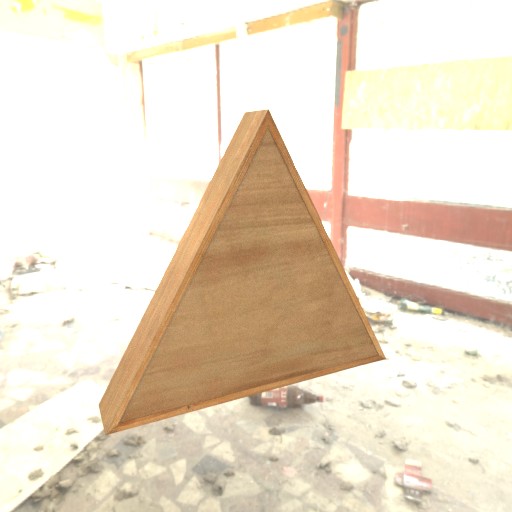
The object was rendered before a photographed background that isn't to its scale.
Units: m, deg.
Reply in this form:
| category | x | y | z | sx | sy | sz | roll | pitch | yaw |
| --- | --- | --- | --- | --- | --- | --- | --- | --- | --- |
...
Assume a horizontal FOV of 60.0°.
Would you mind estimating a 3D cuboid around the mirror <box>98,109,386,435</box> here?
| category | x | y | z | sx | sy | sz | roll | pitch | yaw |
| --- | --- | --- | --- | --- | --- | --- | --- | --- | --- |
| mirror | 0.000 | 0.000 | 0.878 | 0.631 | 0.548 | 0.100 | -7 | 16 | -25 |
